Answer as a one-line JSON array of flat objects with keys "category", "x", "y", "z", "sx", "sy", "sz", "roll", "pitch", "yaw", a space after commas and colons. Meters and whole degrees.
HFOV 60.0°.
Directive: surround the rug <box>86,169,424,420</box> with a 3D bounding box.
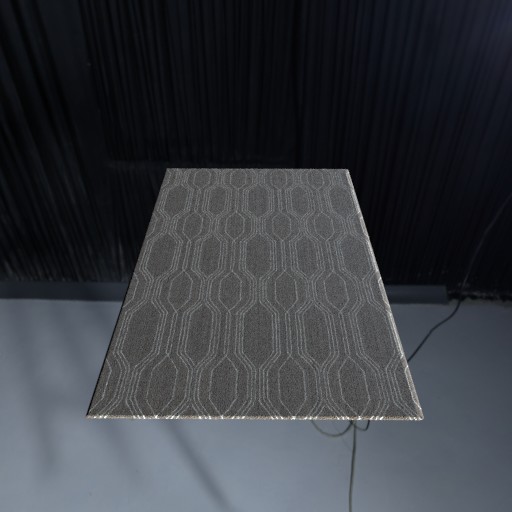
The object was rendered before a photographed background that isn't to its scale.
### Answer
[{"category": "rug", "x": 0.000, "y": 0.000, "z": 2.317, "sx": 1.239, "sy": 0.012, "sz": 1.836, "roll": 0, "pitch": 40, "yaw": 0}]
